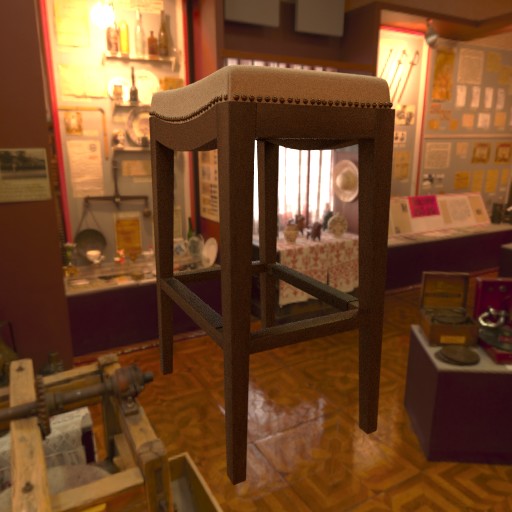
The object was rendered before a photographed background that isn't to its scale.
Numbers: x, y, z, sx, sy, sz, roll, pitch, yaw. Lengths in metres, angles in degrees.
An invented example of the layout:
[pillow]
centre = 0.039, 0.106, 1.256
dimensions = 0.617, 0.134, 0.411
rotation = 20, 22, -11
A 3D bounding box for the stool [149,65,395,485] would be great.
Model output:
[stool]
centre = 0.000, 0.000, 1.044
dimensions = 0.358, 0.759, 0.498
rotation = -7, 16, -27
